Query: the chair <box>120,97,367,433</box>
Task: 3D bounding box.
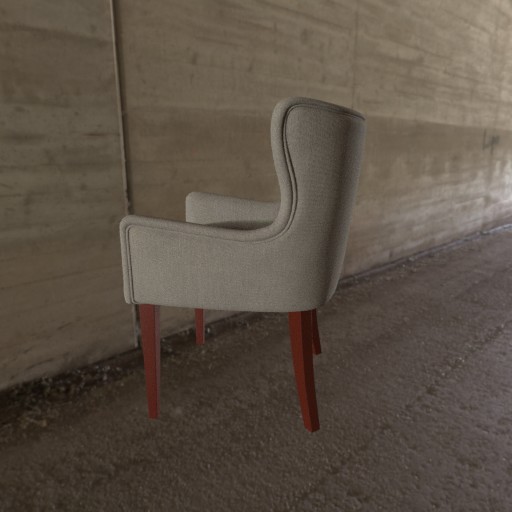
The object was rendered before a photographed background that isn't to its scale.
[{"bbox_3d":[0.000,0.000,1.497,0.677,0.948,0.732,2,14,9],"label":"chair"}]
